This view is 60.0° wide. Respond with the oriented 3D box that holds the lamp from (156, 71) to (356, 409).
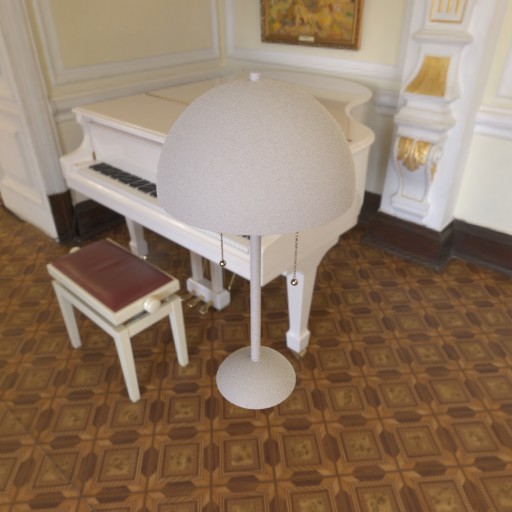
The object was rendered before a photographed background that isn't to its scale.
[{"bbox_3d":[0.000,0.000,0.426,0.171,0.330,0.171,0,32,0],"label":"lamp"}]
